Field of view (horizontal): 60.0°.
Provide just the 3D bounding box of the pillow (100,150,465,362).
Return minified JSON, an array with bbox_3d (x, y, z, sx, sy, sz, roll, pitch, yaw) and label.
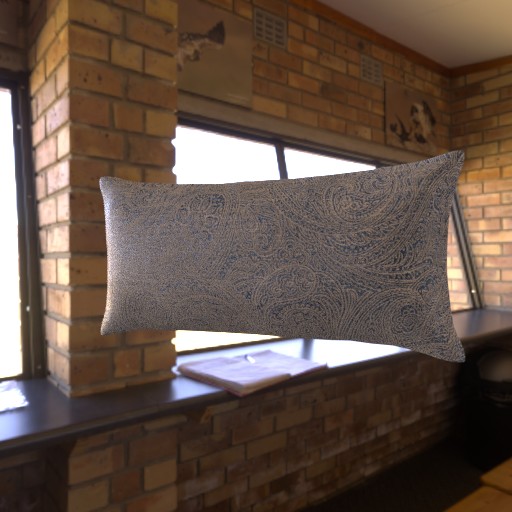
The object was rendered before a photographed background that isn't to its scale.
[{"bbox_3d":[0.000,0.000,0.720,0.615,0.295,0.151,0,0,20],"label":"pillow"}]
